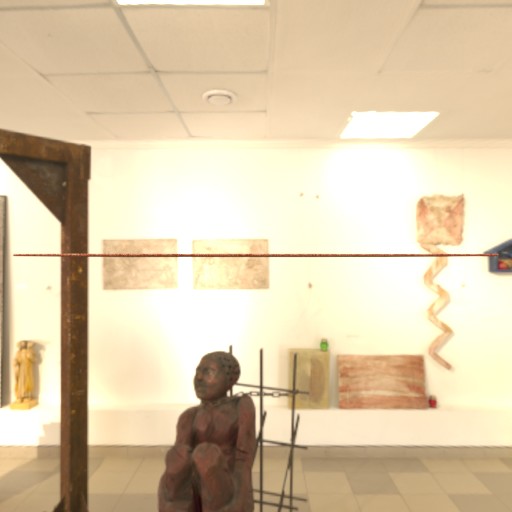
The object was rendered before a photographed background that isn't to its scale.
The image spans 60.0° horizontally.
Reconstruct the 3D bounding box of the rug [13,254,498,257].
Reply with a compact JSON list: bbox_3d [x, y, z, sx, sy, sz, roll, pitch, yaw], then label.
[{"bbox_3d":[0.000,0.000,3.994,3.050,0.016,2.441,0,0,0],"label":"rug"}]
